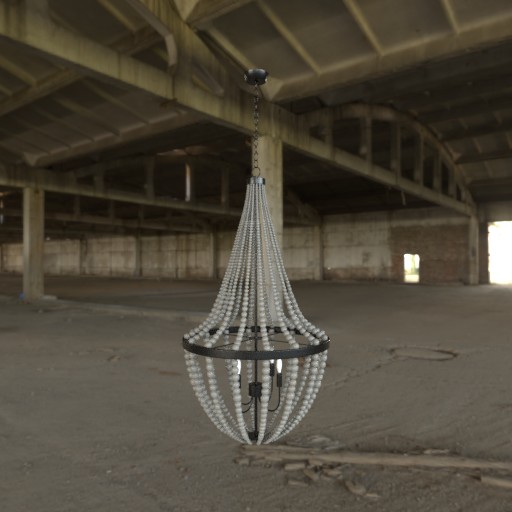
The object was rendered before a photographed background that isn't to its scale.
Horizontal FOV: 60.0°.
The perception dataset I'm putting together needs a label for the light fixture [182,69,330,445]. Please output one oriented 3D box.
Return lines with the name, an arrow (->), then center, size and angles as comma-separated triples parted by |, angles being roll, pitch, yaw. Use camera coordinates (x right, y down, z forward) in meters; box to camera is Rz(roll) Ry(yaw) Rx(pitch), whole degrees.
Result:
light fixture -> 0.000, 0.000, 1.376 | 0.450, 1.133, 0.450 | 0, -1, 0
